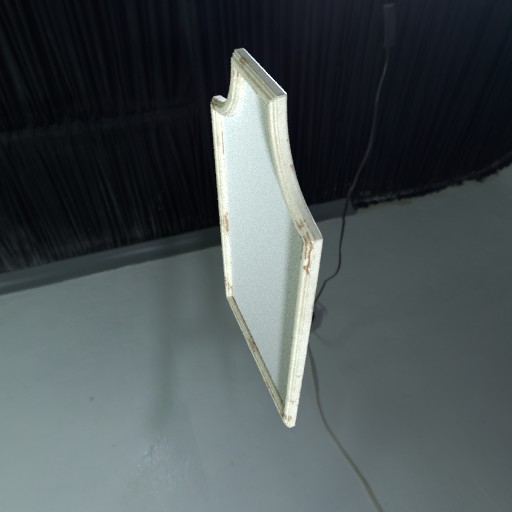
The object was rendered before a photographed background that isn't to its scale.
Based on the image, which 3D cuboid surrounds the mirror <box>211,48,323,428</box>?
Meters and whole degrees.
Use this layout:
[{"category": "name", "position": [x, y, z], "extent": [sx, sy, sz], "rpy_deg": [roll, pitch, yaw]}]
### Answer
[{"category": "mirror", "position": [0.000, 0.000, 0.848], "extent": [0.022, 0.717, 0.403], "rpy_deg": [-17, 49, -15]}]
